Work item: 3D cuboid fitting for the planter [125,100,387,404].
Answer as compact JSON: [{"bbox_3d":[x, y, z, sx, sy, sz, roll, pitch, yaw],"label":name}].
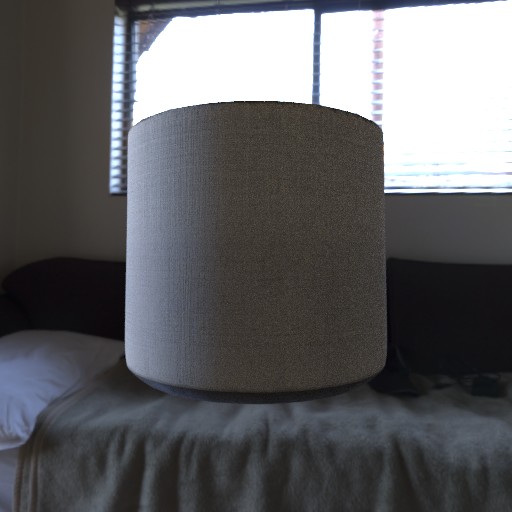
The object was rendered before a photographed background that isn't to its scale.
[{"bbox_3d":[0.000,0.000,0.390,0.221,0.201,0.221,0,0,0],"label":"planter"}]
